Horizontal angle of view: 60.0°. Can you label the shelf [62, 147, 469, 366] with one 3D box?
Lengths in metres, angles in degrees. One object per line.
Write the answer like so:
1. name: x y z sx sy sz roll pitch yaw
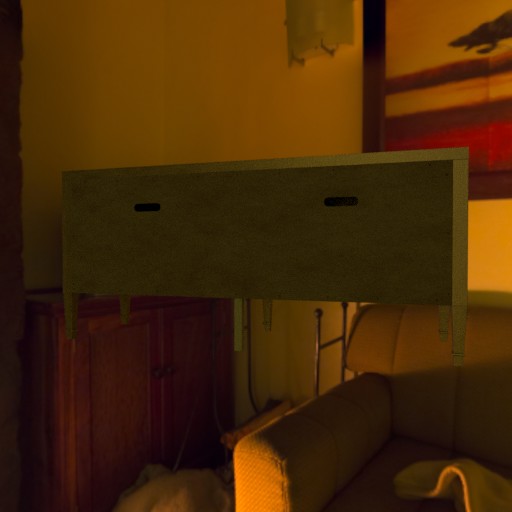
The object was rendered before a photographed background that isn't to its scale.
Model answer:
1. shelf: 0.000 0.000 1.890 1.575 0.719 0.479 0 1 17
